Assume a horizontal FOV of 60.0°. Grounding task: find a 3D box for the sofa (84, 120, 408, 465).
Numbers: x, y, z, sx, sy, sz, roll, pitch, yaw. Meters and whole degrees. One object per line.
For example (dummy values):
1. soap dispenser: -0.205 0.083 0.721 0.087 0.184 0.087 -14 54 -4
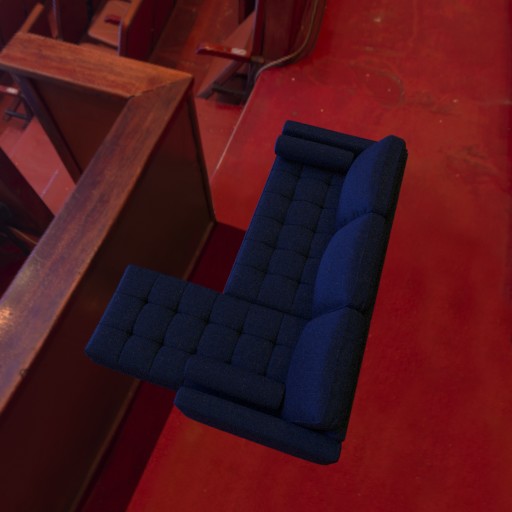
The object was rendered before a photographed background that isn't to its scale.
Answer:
1. sofa: 0.000 0.000 2.987 1.613 0.841 2.185 16 64 8
